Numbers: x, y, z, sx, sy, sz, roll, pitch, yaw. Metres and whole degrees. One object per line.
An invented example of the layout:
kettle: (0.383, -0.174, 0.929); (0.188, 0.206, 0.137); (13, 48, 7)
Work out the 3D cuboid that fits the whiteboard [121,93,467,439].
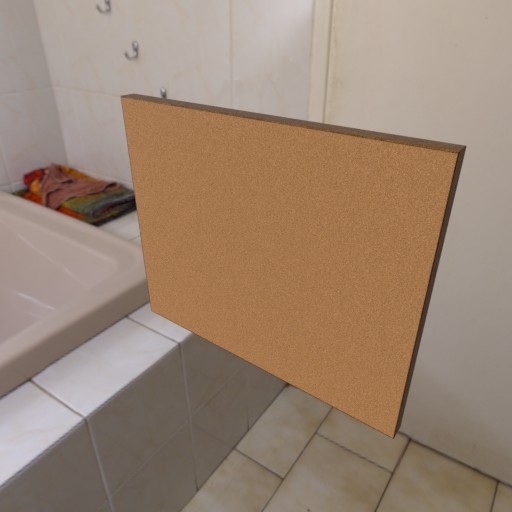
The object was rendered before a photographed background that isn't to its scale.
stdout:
whiteboard: (0.000, 0.000, 0.740); (0.561, 0.457, 0.029); (20, 35, 31)
